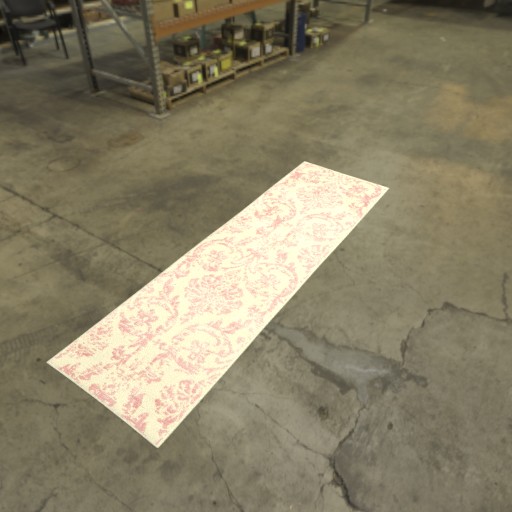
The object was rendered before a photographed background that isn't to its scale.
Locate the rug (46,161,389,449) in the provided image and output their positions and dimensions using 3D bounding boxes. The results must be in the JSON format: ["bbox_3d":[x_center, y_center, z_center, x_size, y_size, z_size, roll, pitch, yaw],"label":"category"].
[{"bbox_3d":[0.000,0.000,2.443,0.662,0.011,2.196,24,46,26],"label":"rug"}]
